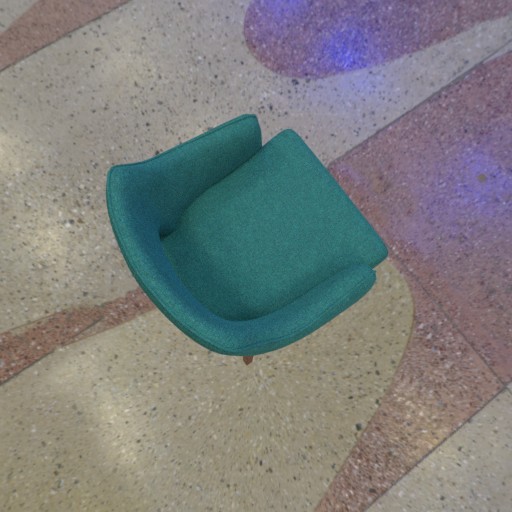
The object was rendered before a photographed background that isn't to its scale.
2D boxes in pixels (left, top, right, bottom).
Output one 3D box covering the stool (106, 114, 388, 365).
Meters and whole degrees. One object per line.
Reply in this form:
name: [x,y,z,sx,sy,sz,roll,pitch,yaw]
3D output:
stool: [0.000,0.000,1.304,0.556,0.961,0.548,-34,78,-8]
